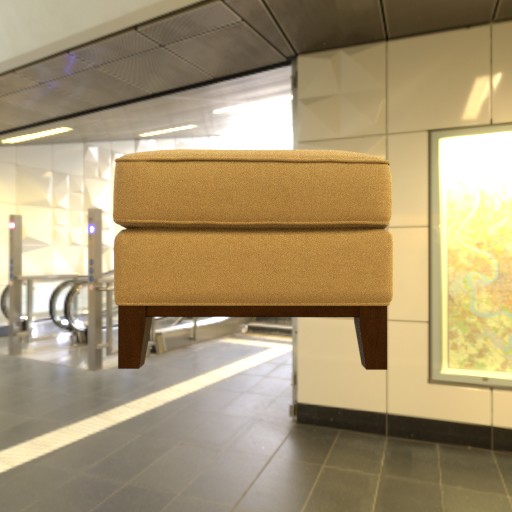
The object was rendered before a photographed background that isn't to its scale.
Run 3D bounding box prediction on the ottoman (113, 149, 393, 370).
[{"bbox_3d":[0.000,0.000,1.526,0.648,0.508,1.143,0,0,1],"label":"ottoman"}]
